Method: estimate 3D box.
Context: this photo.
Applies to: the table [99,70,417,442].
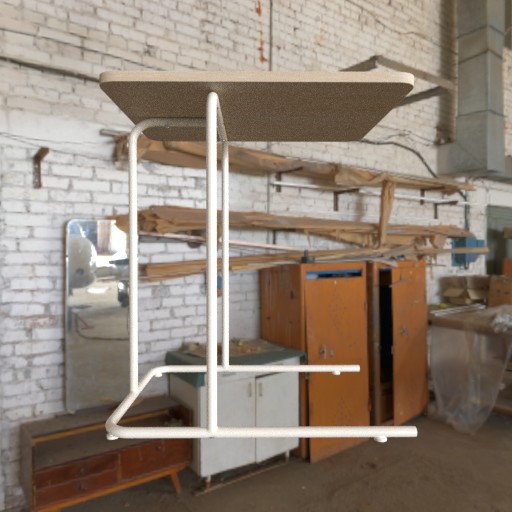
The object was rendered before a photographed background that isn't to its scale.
[{"bbox_3d":[0.000,0.000,0.841,0.480,0.550,0.370,0,1,-1],"label":"table"}]
